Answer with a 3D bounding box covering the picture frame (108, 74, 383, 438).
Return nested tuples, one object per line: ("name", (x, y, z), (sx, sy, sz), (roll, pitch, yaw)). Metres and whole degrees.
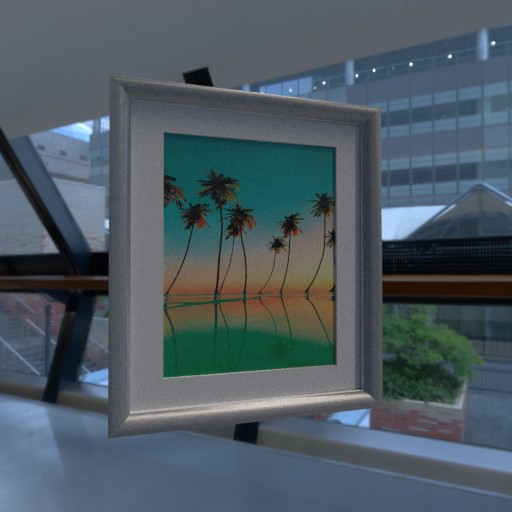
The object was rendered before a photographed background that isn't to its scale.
("picture frame", (0.000, 0.000, 0.520), (0.327, 0.378, 0.027), (0, -1, -18))
